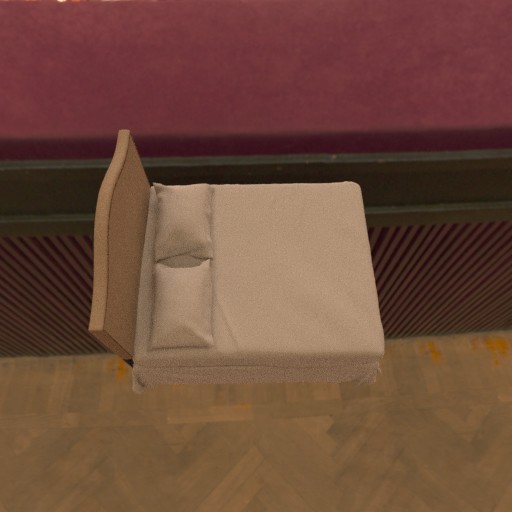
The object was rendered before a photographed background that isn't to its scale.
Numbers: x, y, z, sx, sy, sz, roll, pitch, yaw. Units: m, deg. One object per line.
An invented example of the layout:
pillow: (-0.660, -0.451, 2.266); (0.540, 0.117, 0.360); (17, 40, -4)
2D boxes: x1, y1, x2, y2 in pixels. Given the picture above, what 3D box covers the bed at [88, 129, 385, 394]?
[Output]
bed: (0.000, 0.000, 3.606); (2.221, 1.645, 1.876); (-1, 64, 0)
